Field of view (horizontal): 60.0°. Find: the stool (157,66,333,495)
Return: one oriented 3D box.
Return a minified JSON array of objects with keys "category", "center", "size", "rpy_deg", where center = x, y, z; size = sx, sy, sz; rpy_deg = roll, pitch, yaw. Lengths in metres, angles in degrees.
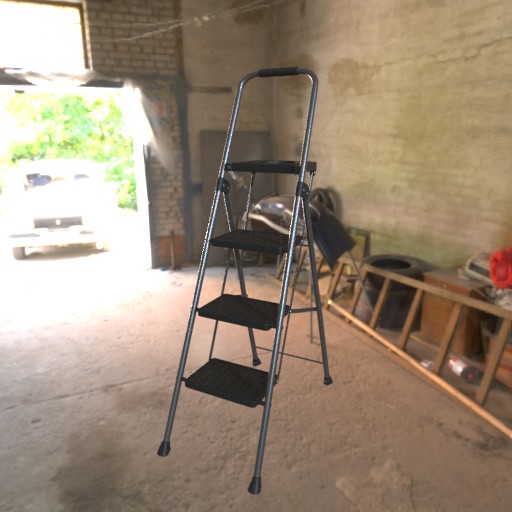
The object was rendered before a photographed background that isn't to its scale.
[{"category":"stool","center":[0.000,0.000,1.569],"size":[0.396,1.277,0.733],"rpy_deg":[8,17,27]}]
